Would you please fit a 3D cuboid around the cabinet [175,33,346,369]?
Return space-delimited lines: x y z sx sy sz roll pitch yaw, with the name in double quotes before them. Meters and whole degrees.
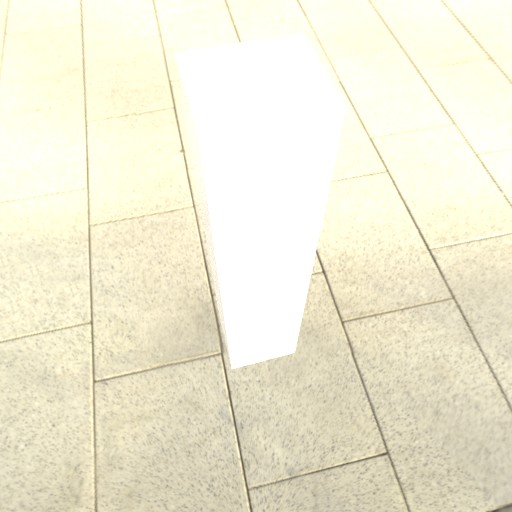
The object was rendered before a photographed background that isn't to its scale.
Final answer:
"cabinet" 0.000 0.000 1.526 0.300 1.400 0.269 -13 59 -8
